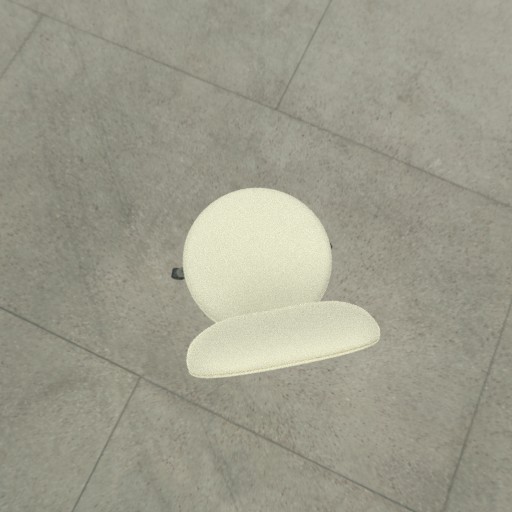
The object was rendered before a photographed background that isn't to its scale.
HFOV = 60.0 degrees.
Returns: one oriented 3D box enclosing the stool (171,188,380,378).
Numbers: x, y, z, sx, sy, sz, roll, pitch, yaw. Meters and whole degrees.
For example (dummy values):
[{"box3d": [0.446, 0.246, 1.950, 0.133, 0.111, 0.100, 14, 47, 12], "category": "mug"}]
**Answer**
[{"box3d": [0.000, 0.000, 1.256, 0.609, 0.810, 0.616, -10, 76, -2], "category": "stool"}]
